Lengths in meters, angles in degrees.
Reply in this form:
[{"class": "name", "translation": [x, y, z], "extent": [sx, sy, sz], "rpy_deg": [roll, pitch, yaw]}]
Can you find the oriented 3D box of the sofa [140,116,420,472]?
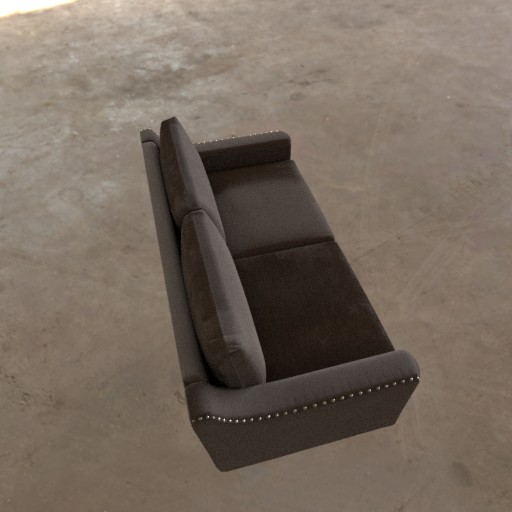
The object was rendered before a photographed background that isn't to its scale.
[{"class": "sofa", "translation": [0.000, 0.000, 3.298], "extent": [1.336, 1.196, 2.550], "rpy_deg": [-11, 49, -10]}]
